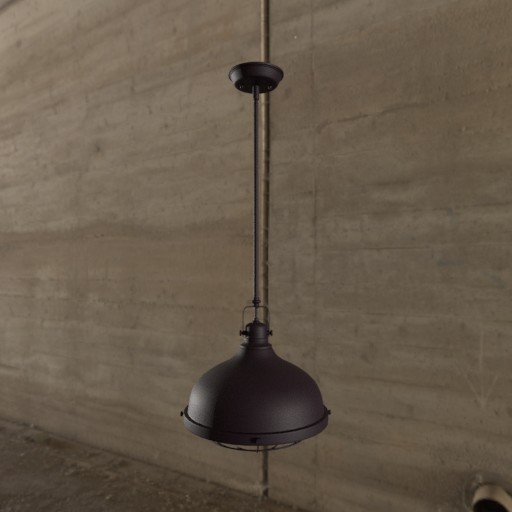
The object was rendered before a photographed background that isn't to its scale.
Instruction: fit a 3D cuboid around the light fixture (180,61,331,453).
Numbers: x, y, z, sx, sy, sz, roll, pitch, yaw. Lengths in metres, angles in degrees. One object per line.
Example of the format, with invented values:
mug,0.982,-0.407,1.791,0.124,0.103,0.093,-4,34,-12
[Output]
light fixture,0.000,0.000,1.022,0.341,0.849,0.341,0,-2,-2
